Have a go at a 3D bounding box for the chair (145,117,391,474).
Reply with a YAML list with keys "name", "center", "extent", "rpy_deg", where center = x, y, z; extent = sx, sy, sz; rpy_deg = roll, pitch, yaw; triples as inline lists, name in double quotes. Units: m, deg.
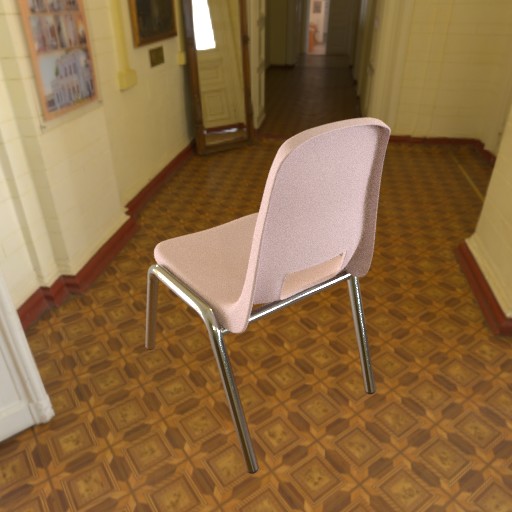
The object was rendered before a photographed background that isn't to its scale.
- name: "chair"
  center: [0.000, 0.000, 0.856]
  extent: [0.354, 0.586, 0.423]
  rpy_deg: [-20, 36, -30]
